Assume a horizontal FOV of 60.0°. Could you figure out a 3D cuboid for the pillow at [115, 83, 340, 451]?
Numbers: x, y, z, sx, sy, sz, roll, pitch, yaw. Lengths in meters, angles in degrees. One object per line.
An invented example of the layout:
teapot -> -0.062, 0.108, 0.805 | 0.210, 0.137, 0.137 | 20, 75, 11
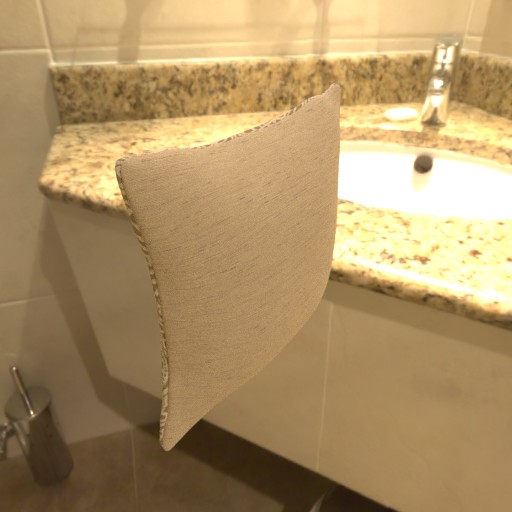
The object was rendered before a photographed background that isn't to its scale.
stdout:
pillow -> 0.000, 0.000, 0.655 | 0.167, 0.421, 0.438 | 21, 37, 30
